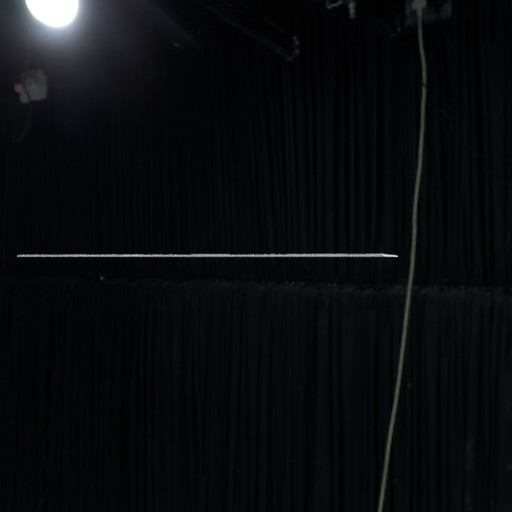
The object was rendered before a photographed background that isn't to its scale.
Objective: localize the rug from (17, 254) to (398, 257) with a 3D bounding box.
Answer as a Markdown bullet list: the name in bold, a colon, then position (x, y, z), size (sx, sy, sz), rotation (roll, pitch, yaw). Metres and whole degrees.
- **rug**: position (0.000, 0.000, 4.060), size (2.423, 0.014, 3.040), rotation (0, 0, 19)
